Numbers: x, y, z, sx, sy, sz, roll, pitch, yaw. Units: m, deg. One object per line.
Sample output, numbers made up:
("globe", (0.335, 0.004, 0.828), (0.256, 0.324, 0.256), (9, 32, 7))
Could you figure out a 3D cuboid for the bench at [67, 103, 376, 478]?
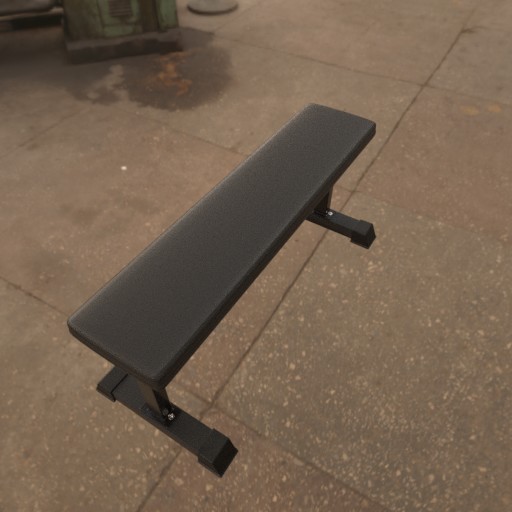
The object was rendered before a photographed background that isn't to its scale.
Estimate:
("bench", (0.000, 0.000, 1.307), (0.439, 0.453, 1.072), (25, 52, 21))
